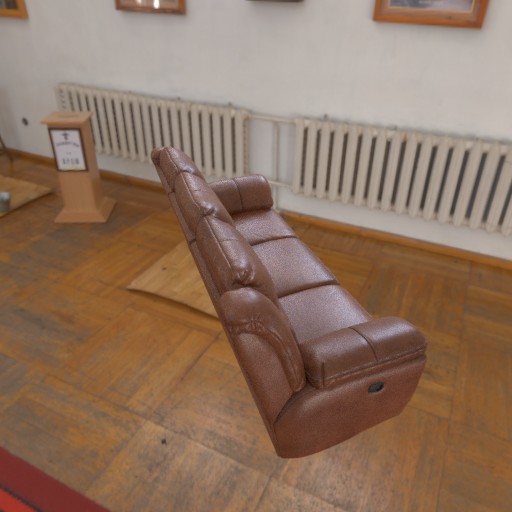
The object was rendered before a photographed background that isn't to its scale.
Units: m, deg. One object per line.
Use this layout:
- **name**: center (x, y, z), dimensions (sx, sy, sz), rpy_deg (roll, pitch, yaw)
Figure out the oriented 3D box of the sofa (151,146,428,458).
- **sofa**: center (0.000, 0.000, 2.875), dimensions (0.991, 1.043, 2.337), rpy_deg (-10, 32, -16)
